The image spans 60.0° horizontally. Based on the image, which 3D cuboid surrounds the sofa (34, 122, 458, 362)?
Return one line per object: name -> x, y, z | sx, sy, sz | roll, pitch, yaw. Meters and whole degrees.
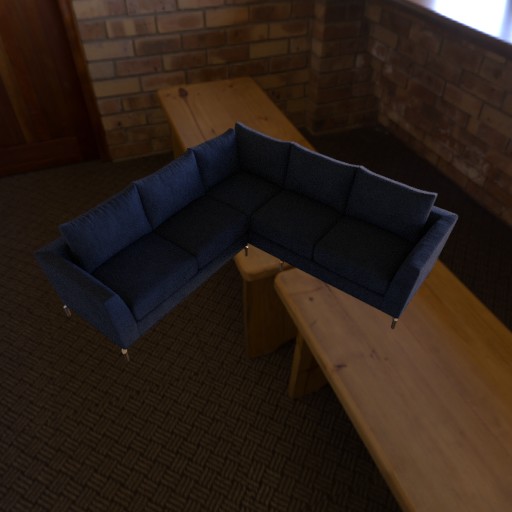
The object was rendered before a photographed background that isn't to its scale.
sofa -> 0.000, 0.000, 3.764 | 2.463, 0.988, 2.472 | 27, 50, 26
